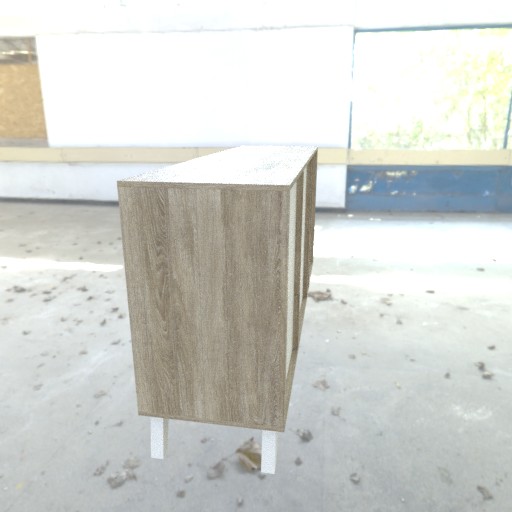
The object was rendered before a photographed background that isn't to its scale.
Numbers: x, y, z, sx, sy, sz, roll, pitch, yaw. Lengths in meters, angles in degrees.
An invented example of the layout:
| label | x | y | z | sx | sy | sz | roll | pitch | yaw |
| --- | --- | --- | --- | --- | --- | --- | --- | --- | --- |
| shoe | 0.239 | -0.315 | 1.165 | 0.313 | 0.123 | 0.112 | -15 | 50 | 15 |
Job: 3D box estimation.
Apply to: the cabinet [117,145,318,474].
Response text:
| label | x | y | z | sx | sy | sz | roll | pitch | yaw |
| --- | --- | --- | --- | --- | --- | --- | --- | --- | --- |
| cabinet | 0.000 | 0.000 | 1.990 | 0.450 | 0.870 | 1.600 | 3 | 17 | 10 |
